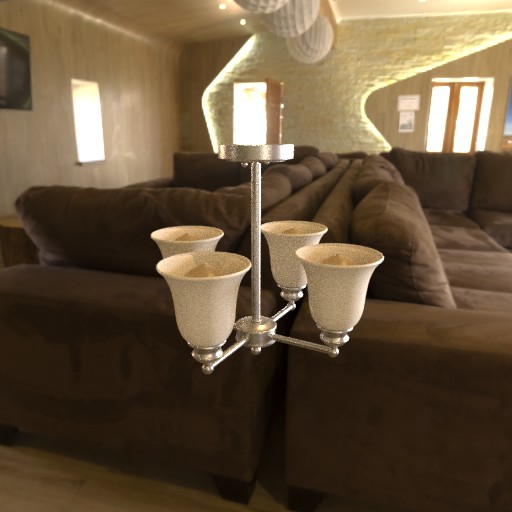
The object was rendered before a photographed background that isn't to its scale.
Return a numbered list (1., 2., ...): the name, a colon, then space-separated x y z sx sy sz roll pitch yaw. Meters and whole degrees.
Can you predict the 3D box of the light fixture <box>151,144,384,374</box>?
1. light fixture: 0.000 0.000 0.758 0.427 0.370 0.427 9 18 29
